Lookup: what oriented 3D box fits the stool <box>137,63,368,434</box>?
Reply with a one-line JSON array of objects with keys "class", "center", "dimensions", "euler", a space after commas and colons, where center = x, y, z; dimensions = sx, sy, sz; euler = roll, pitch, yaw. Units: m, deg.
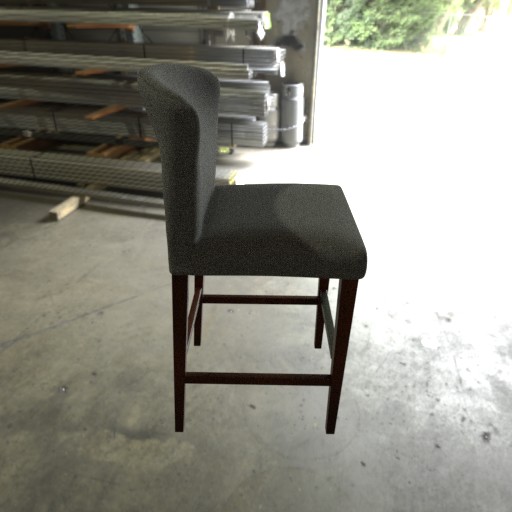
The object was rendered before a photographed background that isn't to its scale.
[{"class": "stool", "center": [0.000, 0.000, 1.349], "dimensions": [0.568, 1.069, 0.486], "euler": [1, 30, 1]}]
